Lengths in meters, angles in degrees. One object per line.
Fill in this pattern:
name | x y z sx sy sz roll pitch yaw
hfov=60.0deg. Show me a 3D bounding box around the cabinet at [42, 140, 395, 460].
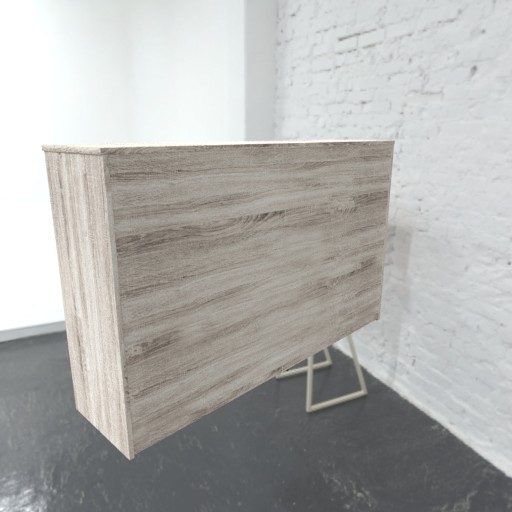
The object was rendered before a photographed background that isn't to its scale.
cabinet | 0.000 0.000 1.810 0.380 0.900 1.450 15 21 43
